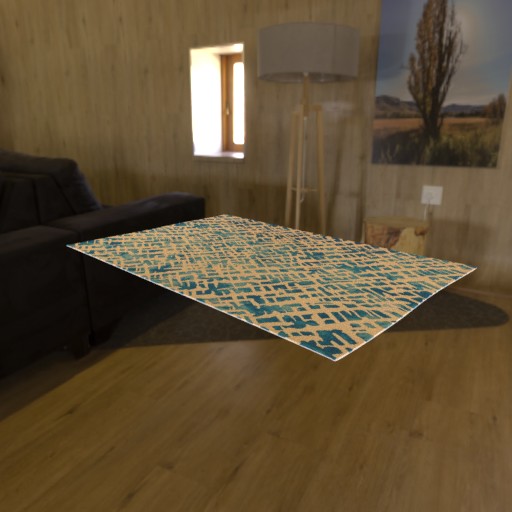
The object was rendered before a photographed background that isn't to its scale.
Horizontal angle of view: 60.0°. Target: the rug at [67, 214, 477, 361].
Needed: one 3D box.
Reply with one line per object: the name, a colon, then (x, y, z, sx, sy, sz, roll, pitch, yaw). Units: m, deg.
rug: (0.000, 0.000, 2.328, 1.830, 0.011, 1.209, 16, 23, 42)
